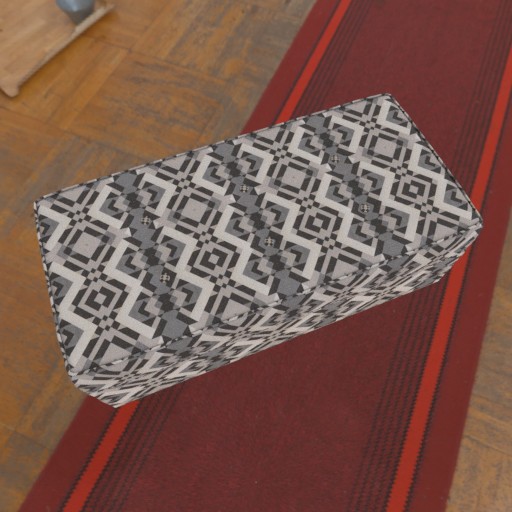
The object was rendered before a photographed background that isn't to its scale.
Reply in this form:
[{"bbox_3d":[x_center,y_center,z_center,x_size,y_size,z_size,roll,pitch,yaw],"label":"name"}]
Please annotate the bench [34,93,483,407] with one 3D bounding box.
[{"bbox_3d":[0.000,0.000,1.269,1.016,0.477,0.492,-19,65,-10],"label":"bench"}]
